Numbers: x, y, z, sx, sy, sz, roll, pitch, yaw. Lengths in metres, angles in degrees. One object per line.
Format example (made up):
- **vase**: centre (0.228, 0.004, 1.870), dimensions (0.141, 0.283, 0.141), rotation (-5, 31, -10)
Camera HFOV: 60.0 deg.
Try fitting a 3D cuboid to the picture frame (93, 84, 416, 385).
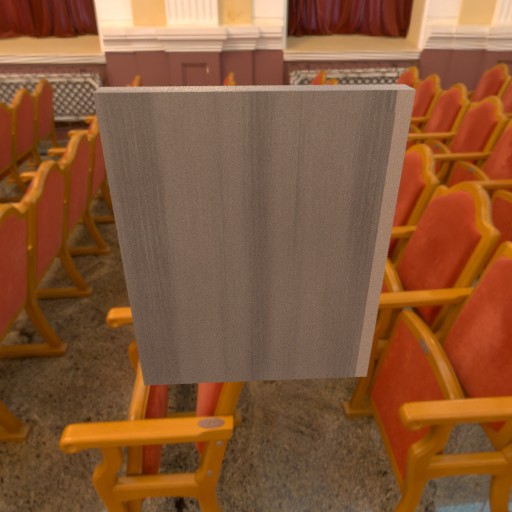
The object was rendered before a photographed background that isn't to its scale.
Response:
- **picture frame**: centre (0.000, 0.000, 0.774), dimensions (0.449, 0.555, 0.046), rotation (-2, 30, -3)
